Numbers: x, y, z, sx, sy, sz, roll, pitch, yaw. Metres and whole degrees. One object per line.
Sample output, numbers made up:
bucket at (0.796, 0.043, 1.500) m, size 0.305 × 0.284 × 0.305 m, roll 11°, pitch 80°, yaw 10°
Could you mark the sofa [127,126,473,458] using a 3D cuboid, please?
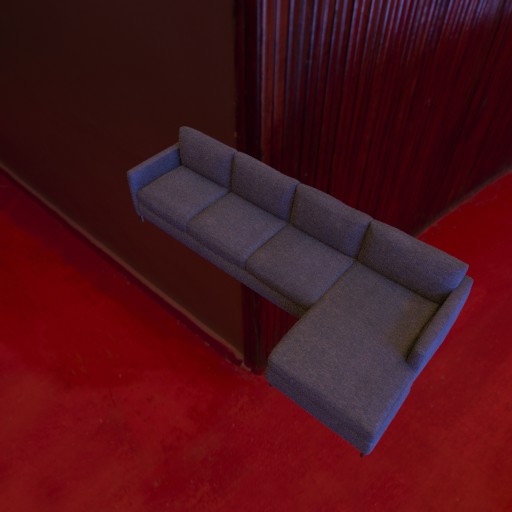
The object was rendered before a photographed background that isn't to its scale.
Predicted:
sofa at (0.000, 0.000, 3.521) m, size 2.932 × 0.810 × 1.350 m, roll 32°, pitch 54°, yaw 27°
